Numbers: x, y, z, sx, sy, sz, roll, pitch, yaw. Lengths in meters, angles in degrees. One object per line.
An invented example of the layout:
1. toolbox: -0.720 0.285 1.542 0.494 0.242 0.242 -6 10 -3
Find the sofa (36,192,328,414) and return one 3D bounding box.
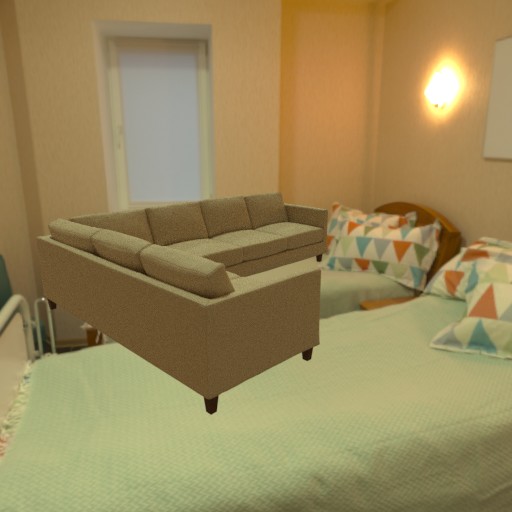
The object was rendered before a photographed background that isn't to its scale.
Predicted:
1. sofa: 0.000 0.000 4.289 2.432 0.863 3.182 14 20 43
